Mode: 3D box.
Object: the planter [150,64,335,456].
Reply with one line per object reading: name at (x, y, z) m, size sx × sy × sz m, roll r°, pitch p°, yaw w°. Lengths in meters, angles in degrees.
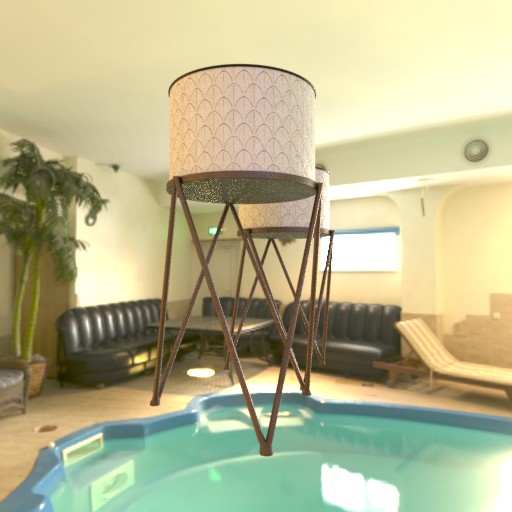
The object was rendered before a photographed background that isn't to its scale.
planter at (0.000, 0.000, 1.179) m, size 0.413 × 0.712 × 0.769 m, roll 0°, pitch -2°, yaw 17°
